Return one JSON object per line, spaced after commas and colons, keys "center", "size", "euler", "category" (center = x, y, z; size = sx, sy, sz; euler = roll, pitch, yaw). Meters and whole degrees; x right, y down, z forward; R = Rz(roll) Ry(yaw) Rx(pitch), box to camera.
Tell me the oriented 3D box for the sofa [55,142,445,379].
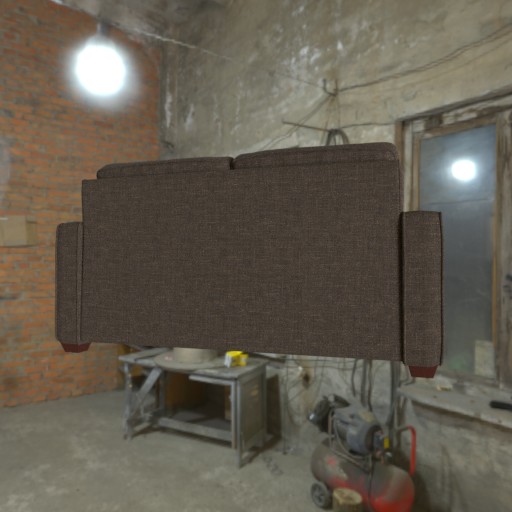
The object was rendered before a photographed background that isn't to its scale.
{"center": [0.000, 0.000, 2.268], "size": [1.709, 0.918, 0.947], "euler": [0, -1, 17], "category": "sofa"}
